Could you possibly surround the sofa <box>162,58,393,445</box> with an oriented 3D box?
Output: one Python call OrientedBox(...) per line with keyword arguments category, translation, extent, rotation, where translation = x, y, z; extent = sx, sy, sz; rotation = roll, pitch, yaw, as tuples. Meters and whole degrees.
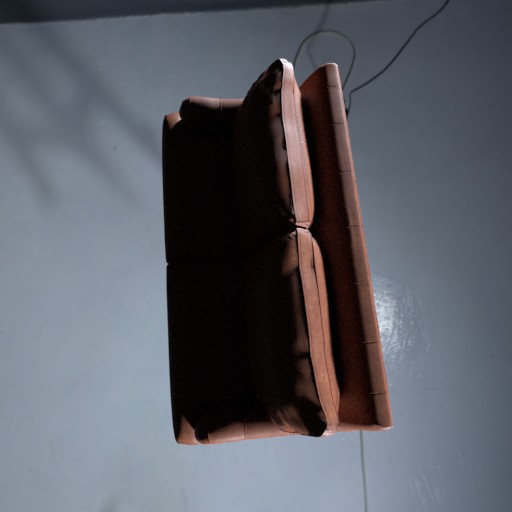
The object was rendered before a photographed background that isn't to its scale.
OrientedBox(category="sofa", translation=(0.000, 0.000, 2.767), extent=(1.147, 1.071, 2.144), rotation=(-5, 75, -1))
